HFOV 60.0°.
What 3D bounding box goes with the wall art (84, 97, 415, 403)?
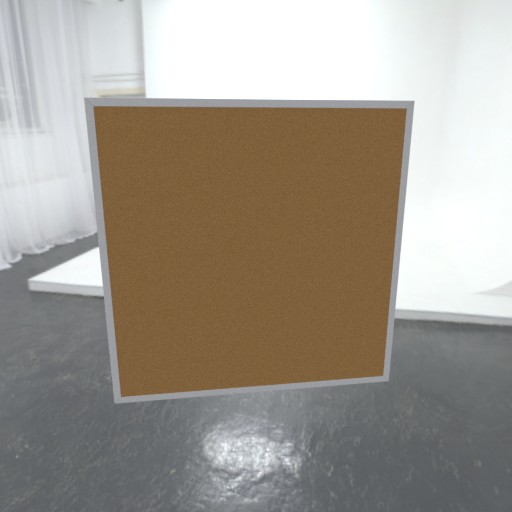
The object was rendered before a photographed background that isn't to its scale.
[{"bbox_3d":[0.000,0.000,0.765,0.509,0.509,0.040,-2,16,-8],"label":"wall art"}]
